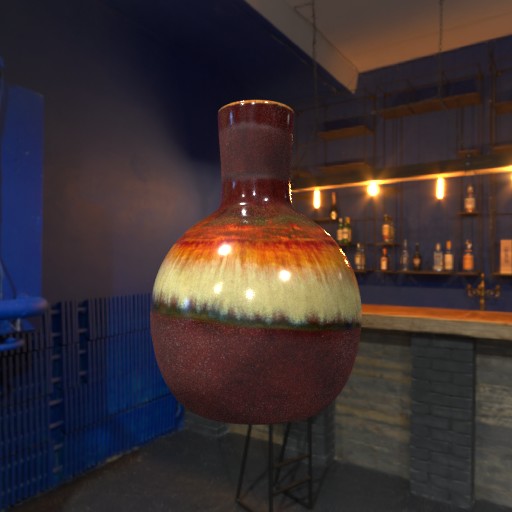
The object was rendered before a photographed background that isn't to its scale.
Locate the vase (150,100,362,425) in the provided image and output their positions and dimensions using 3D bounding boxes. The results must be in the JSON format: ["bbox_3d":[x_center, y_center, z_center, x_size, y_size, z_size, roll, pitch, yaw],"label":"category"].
[{"bbox_3d":[0.000,0.000,0.239,0.111,0.154,0.111,0,-1,0],"label":"vase"}]
